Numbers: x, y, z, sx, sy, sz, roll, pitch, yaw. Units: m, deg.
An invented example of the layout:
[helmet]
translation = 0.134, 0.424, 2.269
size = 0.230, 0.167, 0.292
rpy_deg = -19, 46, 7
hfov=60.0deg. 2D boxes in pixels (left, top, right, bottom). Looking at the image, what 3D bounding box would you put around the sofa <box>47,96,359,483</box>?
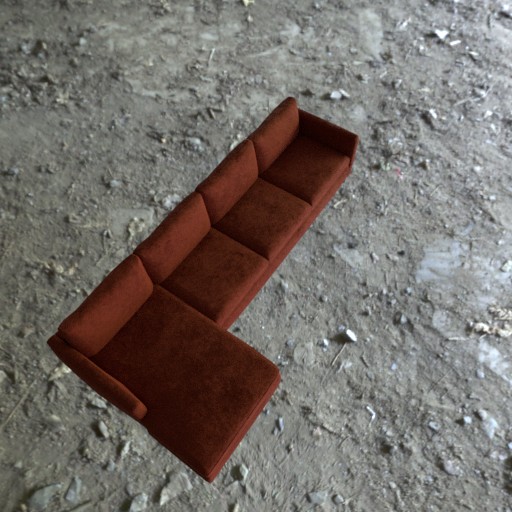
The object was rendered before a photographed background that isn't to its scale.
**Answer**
[sofa]
translation = 0.000, 0.000, 2.921
size = 1.136, 0.663, 2.467
rpy_deg = 30, 63, 18
